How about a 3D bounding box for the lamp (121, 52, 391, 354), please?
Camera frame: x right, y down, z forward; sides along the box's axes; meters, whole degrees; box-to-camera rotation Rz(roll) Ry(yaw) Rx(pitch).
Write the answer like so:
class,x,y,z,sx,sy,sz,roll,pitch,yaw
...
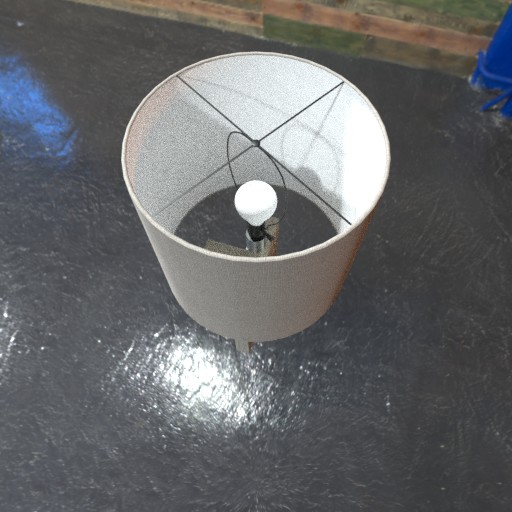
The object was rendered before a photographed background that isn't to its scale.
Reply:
class,x,y,z,sx,sy,sz,roll,pitch,yaw
lamp,0.000,0.000,0.568,0.229,0.428,0.229,16,64,8
